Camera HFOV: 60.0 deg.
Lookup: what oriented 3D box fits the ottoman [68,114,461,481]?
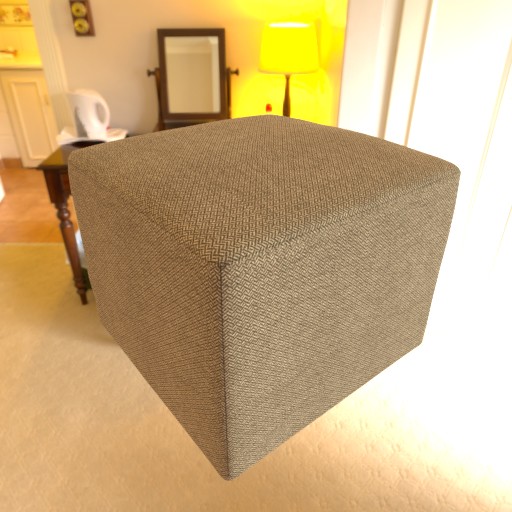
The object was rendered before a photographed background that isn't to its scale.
[{"bbox_3d":[0.000,0.000,0.874,0.519,0.453,0.512,-22,37,-33],"label":"ottoman"}]
